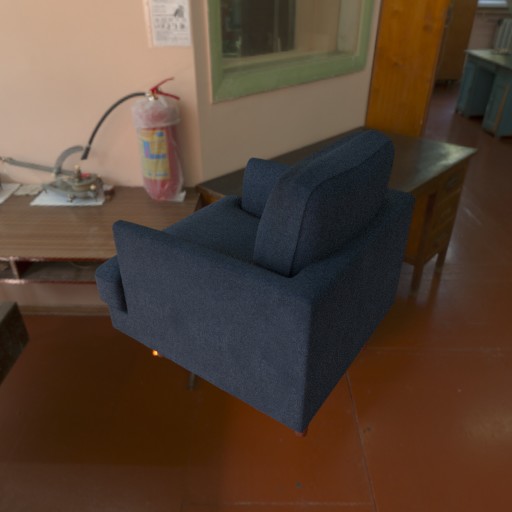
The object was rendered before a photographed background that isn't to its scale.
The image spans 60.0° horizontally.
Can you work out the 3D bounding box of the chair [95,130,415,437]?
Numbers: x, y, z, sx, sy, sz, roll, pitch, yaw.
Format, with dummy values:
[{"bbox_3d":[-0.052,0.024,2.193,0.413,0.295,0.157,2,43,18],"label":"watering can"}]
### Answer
[{"bbox_3d":[0.000,0.000,1.701,0.899,0.957,0.858,20,37,29],"label":"chair"}]
